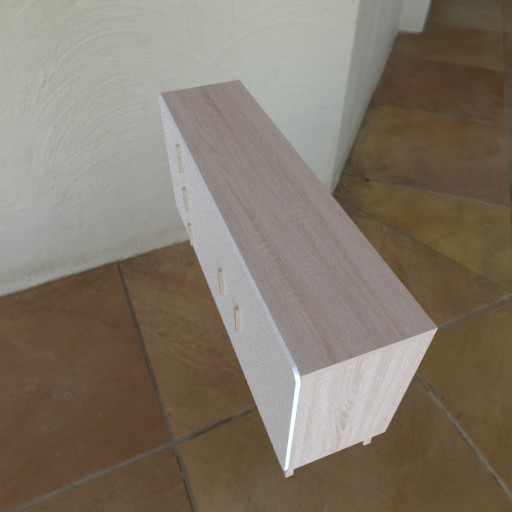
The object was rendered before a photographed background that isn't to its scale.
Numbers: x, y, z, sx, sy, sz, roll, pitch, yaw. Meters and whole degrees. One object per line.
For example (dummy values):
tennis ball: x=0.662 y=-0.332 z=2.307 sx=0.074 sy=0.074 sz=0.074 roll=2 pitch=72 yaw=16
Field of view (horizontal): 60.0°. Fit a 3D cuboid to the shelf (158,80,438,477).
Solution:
shelf: x=0.000 y=0.000 z=1.814 sx=0.400 sy=0.780 sz=1.490 roll=-15 pitch=48 yaw=-14
